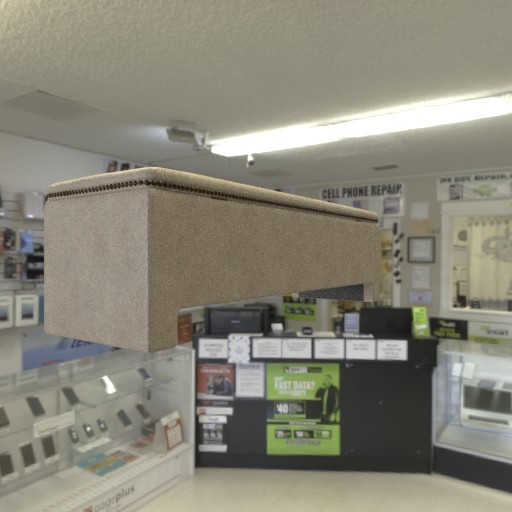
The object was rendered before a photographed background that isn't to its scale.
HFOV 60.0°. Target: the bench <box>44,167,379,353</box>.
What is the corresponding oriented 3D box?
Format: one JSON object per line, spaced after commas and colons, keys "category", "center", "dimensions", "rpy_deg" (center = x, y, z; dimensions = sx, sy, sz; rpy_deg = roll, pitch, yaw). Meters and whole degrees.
{"category": "bench", "center": [0.000, 0.000, 1.740], "dimensions": [0.470, 0.447, 1.482], "rpy_deg": [0, 0, 36]}
